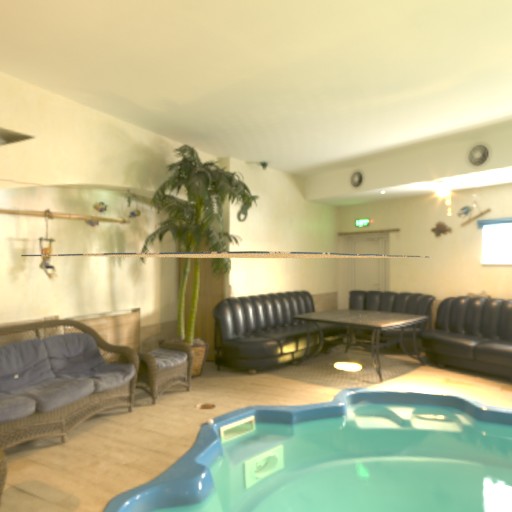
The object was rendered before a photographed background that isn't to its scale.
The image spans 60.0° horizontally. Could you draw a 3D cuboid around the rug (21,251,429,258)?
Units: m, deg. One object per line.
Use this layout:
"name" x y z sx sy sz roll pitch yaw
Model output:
"rug" 0.000 0.000 2.730 1.524 0.013 2.135 0 -1 36
